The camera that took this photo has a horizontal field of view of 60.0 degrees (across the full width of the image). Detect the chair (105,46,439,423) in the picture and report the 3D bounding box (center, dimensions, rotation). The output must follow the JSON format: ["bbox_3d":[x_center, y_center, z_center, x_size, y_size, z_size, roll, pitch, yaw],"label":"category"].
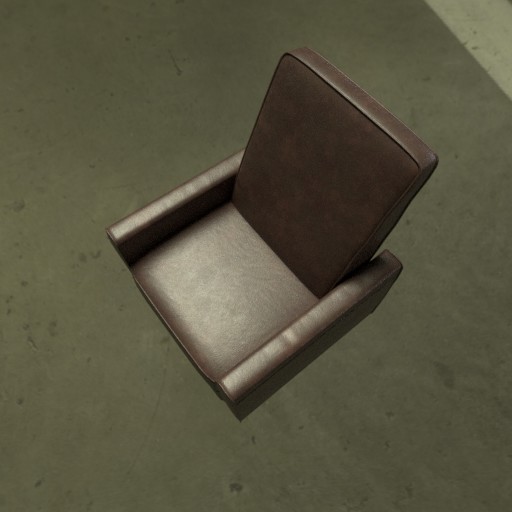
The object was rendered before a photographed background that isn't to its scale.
[{"bbox_3d":[0.000,0.000,1.486,0.746,1.013,0.705,-36,69,-16],"label":"chair"}]
